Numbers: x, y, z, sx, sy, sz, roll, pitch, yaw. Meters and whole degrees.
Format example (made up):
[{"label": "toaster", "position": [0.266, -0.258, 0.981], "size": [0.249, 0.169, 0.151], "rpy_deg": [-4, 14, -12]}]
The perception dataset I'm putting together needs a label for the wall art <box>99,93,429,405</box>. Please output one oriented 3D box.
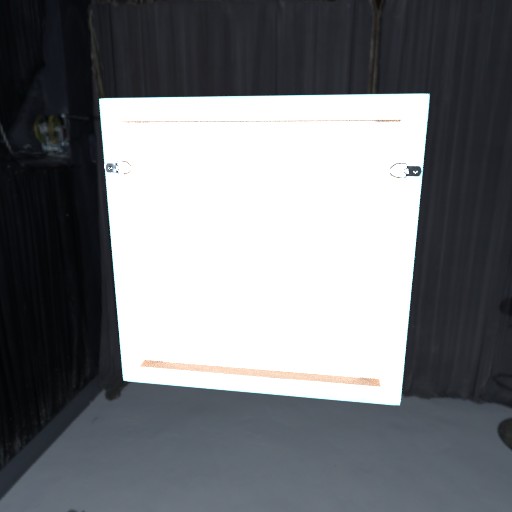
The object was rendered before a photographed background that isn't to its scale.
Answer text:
[{"label": "wall art", "position": [0.000, 0.000, 1.580], "size": [1.071, 1.073, 0.070], "rpy_deg": [2, 15, 9]}]
